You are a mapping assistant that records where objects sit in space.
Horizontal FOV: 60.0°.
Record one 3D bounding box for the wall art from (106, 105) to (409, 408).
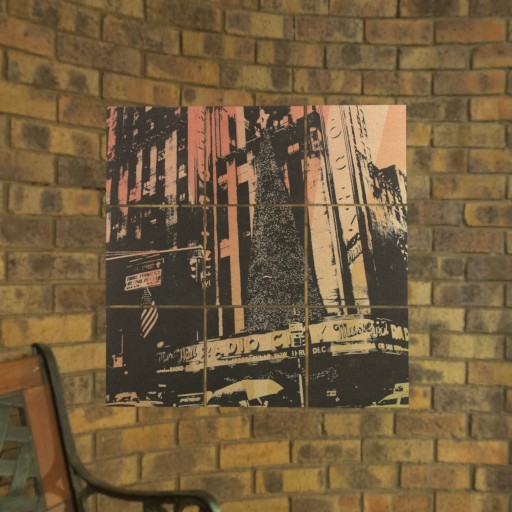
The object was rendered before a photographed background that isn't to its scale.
[{"bbox_3d":[0.000,0.000,1.353,0.919,0.917,0.010,0,-1,1],"label":"wall art"}]
